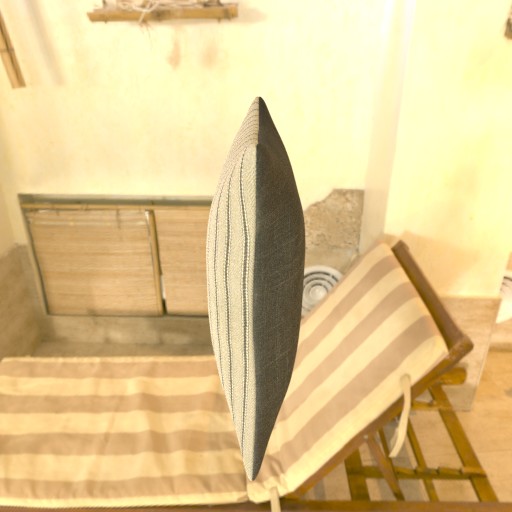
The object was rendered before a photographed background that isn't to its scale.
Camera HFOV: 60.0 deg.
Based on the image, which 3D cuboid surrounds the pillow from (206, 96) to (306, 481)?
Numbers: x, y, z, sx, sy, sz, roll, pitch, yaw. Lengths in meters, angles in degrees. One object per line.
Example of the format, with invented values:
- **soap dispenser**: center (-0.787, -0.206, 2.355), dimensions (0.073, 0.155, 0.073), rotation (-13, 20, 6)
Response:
- **pillow**: center (0.000, 0.000, 0.704), dimensions (0.138, 0.444, 0.468), rotation (0, 26, 1)
